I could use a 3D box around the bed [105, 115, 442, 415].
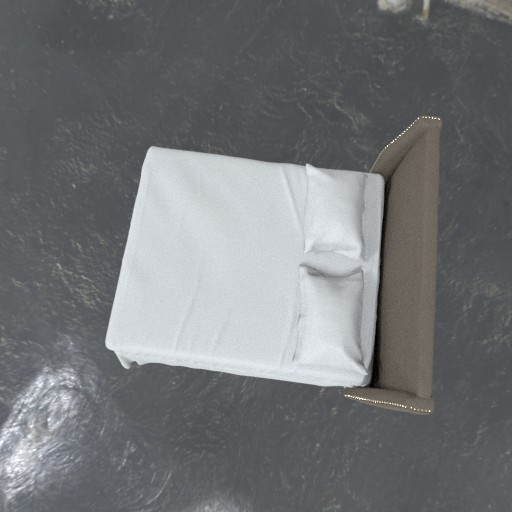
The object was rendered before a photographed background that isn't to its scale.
[{"bbox_3d":[0.000,0.000,3.376,2.276,1.332,1.925,7,75,2],"label":"bed"}]
